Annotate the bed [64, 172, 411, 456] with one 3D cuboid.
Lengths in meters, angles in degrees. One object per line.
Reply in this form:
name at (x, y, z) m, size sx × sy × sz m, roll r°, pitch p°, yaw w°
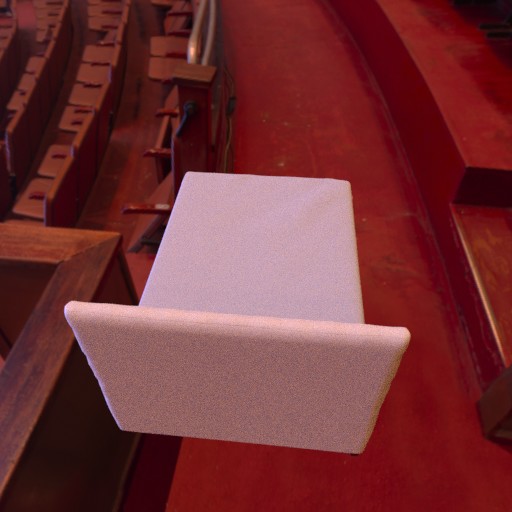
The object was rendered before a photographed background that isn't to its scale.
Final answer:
bed at (0.000, 0.000, 3.420) m, size 1.698 × 1.427 × 2.387 m, roll 4°, pitch 46°, yaw 4°
